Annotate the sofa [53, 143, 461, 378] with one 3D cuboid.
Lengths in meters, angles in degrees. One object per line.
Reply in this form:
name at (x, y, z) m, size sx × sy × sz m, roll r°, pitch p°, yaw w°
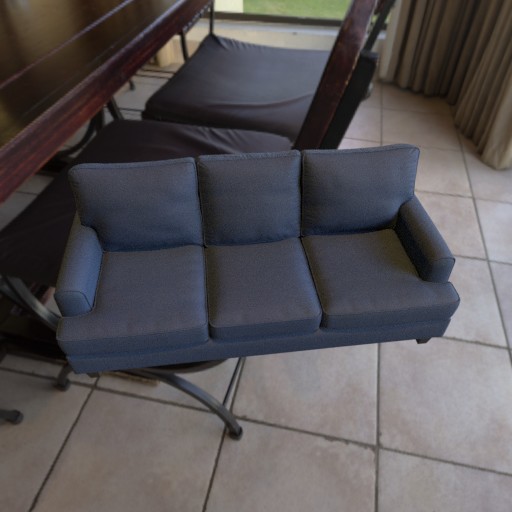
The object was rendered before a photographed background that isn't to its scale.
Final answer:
sofa at (0.000, 0.000, 2.609) m, size 2.158 × 0.965 × 0.951 m, roll -5°, pitch 45°, yaw -5°
